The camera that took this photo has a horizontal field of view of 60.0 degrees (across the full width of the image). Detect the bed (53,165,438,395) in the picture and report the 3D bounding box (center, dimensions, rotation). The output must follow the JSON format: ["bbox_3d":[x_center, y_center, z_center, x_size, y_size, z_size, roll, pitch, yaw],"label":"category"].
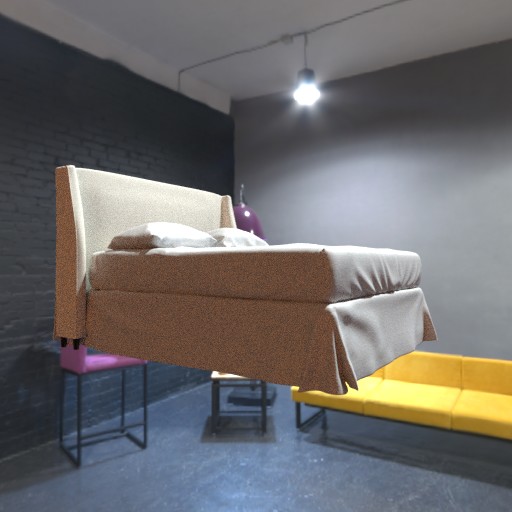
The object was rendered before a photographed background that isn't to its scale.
[{"bbox_3d":[0.000,0.000,3.353,2.276,1.332,1.925,0,-1,35],"label":"bed"}]
